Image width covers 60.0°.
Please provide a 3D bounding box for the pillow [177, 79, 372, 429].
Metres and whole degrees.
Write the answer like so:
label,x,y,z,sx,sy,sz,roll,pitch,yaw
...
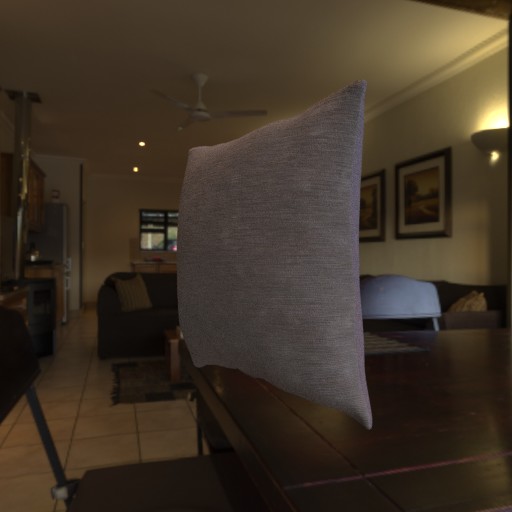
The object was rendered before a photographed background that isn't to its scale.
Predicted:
label,x,y,z,sx,sy,sz,roll,pitch,yaw
pillow,0.000,0.000,0.715,0.204,0.439,0.452,0,-1,-36
